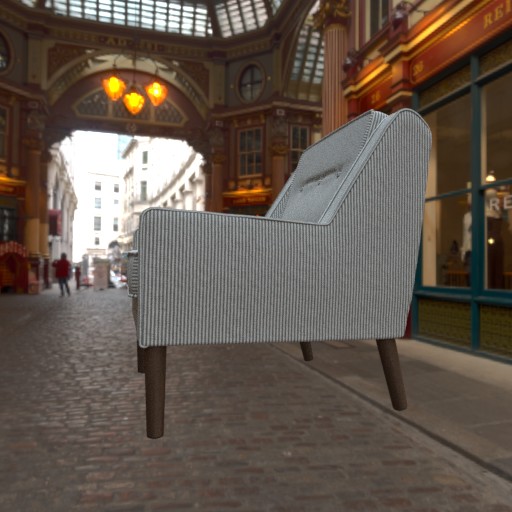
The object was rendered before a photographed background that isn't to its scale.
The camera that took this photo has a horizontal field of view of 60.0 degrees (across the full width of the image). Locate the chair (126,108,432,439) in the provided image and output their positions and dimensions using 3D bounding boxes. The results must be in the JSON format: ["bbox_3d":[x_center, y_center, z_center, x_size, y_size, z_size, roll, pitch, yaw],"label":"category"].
[{"bbox_3d":[0.000,0.000,1.328,0.743,0.792,0.663,0,-1,-17],"label":"chair"}]
